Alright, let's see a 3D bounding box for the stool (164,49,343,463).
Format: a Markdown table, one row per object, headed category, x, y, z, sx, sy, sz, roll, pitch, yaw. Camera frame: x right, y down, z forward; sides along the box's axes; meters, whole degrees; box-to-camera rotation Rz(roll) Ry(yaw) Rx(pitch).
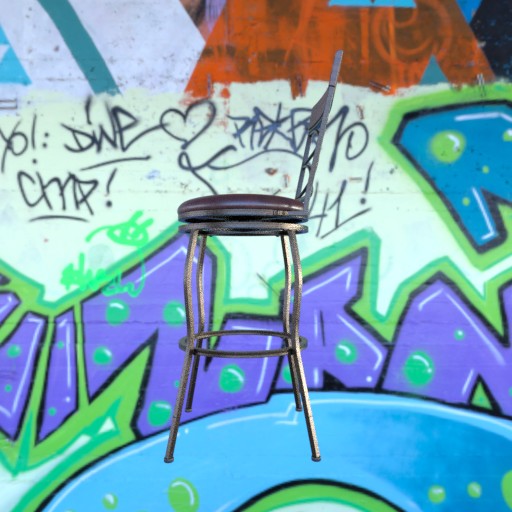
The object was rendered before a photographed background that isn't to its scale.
| category | x | y | z | sx | sy | sz | roll | pitch | yaw |
| --- | --- | --- | --- | --- | --- | --- | --- | --- | --- |
| stool | 0.000 | 0.000 | 1.429 | 0.513 | 1.130 | 0.448 | 0 | -1 | -1 |
